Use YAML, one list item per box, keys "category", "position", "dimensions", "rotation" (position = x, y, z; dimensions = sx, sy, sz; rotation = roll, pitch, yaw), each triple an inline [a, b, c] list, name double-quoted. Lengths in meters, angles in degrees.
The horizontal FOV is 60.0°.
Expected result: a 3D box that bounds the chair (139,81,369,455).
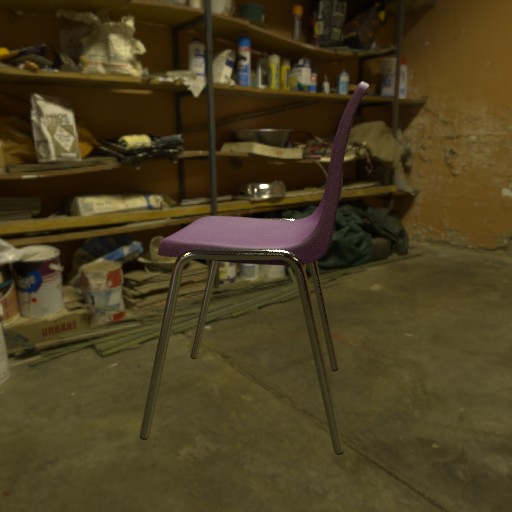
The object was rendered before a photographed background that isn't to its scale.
- category: "chair"
  position: [0.000, 0.000, 0.976]
  dimensions: [0.432, 0.704, 0.381]
  rotation: [2, 14, 8]
